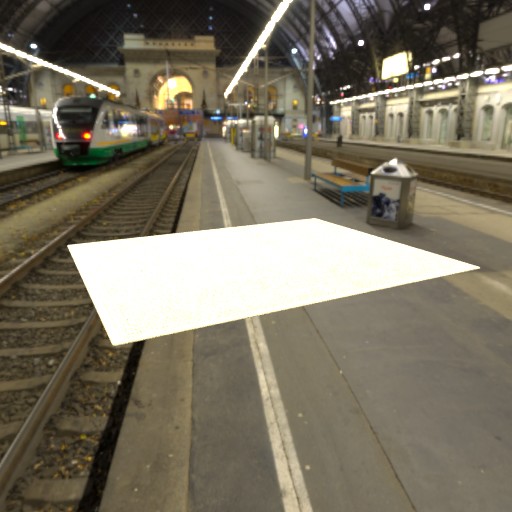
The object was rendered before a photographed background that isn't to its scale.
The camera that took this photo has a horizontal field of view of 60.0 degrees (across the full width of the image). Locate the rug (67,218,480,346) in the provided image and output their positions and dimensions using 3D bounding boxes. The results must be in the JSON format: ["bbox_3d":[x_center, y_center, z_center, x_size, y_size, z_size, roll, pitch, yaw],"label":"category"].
[{"bbox_3d":[0.000,0.000,4.143,3.050,0.015,2.441,-8,18,-27],"label":"rug"}]
